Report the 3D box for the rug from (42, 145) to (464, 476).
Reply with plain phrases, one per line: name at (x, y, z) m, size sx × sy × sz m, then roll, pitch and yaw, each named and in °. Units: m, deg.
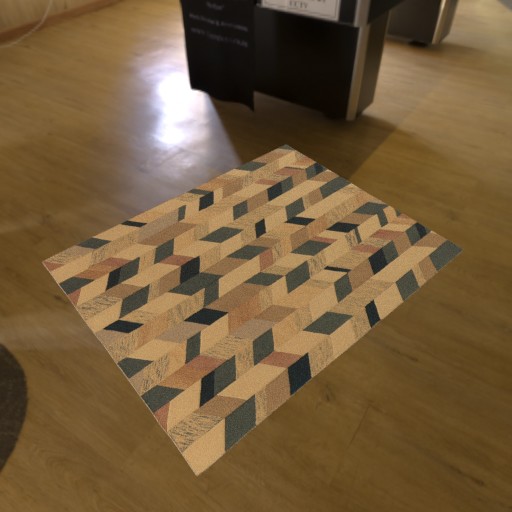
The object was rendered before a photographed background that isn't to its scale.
rug at (0.000, 0.000, 4.112) m, size 3.072 × 0.011 × 2.451 m, roll -32°, pitch 53°, yaw -27°
